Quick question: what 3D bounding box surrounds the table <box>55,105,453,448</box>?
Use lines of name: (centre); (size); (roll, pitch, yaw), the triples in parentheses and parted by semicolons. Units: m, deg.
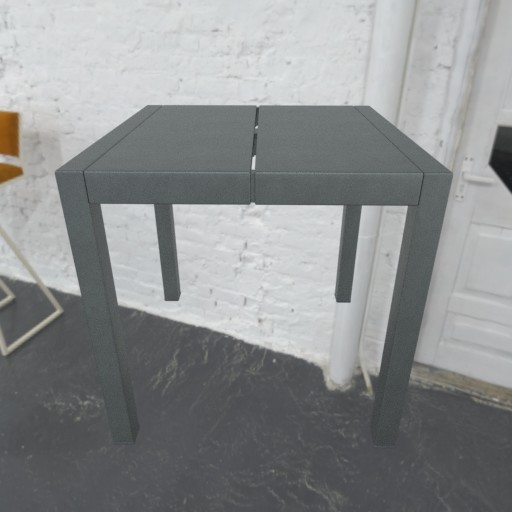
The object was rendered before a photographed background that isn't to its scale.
table: (0.000, 0.000, 0.902); (0.508, 0.508, 0.508); (0, 28, 1)
